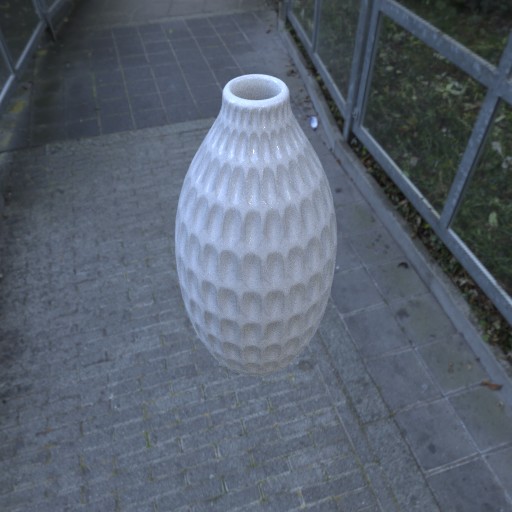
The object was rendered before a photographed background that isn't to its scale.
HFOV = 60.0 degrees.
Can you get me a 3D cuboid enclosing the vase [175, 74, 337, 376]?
[{"bbox_3d":[0.000,0.000,0.357,0.127,0.282,0.127,0,46,0],"label":"vase"}]
